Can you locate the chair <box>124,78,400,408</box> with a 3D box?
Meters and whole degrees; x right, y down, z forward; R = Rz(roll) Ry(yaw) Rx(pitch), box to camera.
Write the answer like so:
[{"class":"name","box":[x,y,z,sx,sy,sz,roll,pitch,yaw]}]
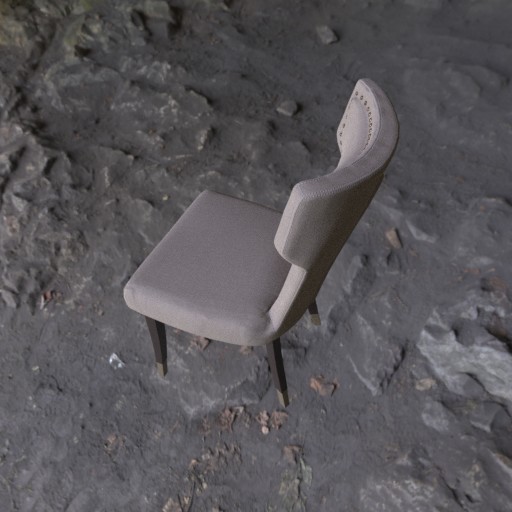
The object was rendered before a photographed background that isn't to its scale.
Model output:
[{"class":"chair","box":[0.000,0.000,1.325,0.630,0.955,0.526,17,49,16]}]
